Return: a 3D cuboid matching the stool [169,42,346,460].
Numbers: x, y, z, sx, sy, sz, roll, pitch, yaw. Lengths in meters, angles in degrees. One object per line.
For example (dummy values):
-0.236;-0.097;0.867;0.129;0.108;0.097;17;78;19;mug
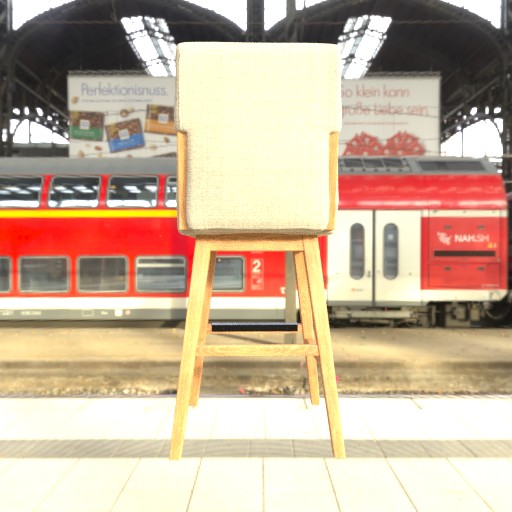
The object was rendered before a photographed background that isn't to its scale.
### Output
0.000;0.000;1.403;0.483;1.106;0.569;0;1;-1;stool
